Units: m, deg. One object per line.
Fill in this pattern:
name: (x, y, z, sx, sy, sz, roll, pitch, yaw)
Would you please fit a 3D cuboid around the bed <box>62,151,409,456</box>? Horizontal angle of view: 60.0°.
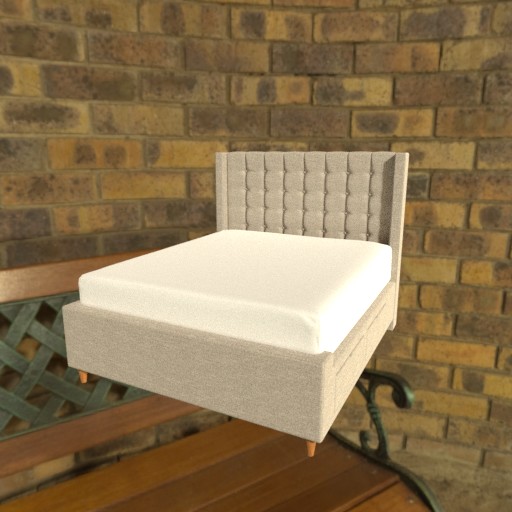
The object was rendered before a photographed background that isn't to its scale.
bed: (0.000, 0.000, 3.809, 2.044, 1.748, 2.372, 7, 15, 26)
